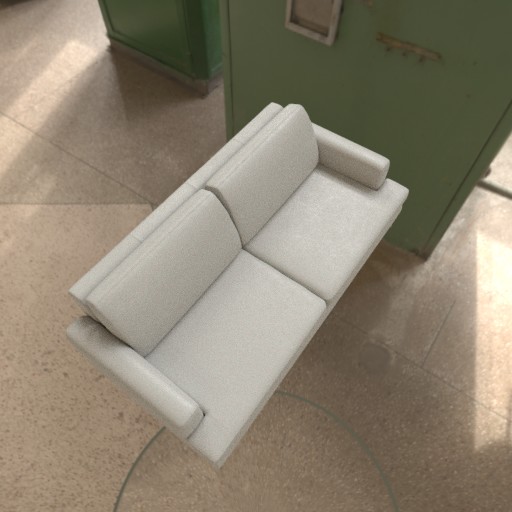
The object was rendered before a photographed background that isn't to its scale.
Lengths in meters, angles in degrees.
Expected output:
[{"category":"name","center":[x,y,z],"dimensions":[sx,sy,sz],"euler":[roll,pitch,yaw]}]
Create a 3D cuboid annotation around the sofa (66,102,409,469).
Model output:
[{"category":"sofa","center":[0.000,0.000,2.471],"dimensions":[0.974,0.765,1.940],"euler":[32,63,18]}]
